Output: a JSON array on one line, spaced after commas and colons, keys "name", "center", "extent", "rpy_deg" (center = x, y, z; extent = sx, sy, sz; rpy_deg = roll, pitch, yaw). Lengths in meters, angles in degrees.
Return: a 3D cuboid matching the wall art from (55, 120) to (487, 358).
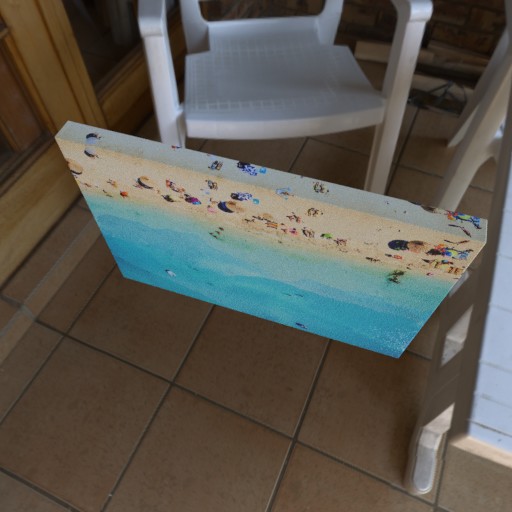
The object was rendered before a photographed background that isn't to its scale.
[{"name": "wall art", "center": [0.000, 0.000, 1.140], "extent": [0.894, 0.595, 0.057], "rpy_deg": [15, 58, 10]}]
